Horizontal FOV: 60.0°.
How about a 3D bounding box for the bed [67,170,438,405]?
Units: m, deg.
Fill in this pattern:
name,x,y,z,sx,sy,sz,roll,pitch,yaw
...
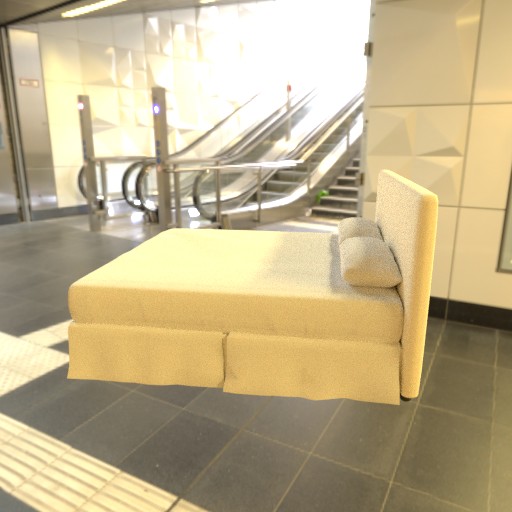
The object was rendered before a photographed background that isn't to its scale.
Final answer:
name,x,y,z,sx,sy,sz,roll,pitch,yaw
bed,0.000,0.000,3.671,2.341,1.317,2.119,2,15,9
